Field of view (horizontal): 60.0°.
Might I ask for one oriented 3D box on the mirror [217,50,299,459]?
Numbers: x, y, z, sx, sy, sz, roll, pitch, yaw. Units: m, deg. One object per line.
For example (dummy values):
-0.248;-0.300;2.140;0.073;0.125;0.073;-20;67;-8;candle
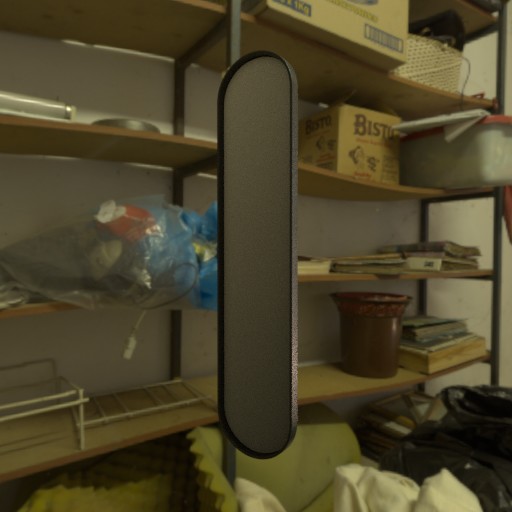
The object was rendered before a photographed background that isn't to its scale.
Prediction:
0.000;0.000;1.094;0.222;0.991;0.032;1;1;35;mirror
